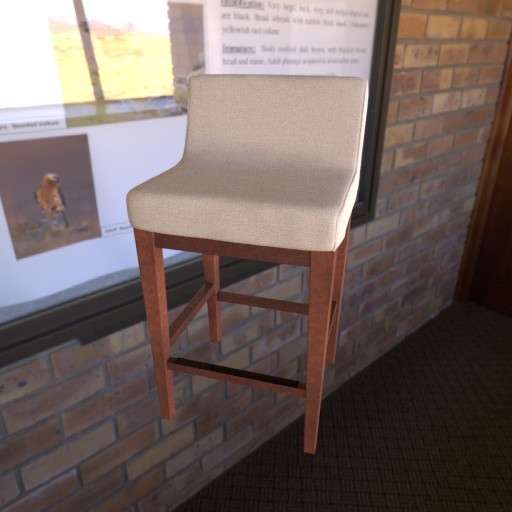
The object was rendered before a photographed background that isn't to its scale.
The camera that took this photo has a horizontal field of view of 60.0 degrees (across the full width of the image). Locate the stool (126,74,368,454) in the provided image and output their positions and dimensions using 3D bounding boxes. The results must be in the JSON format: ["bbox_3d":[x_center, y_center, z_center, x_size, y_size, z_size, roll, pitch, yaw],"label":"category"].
[{"bbox_3d":[0.000,0.000,1.261,0.511,0.937,0.500,7,26,15],"label":"stool"}]
